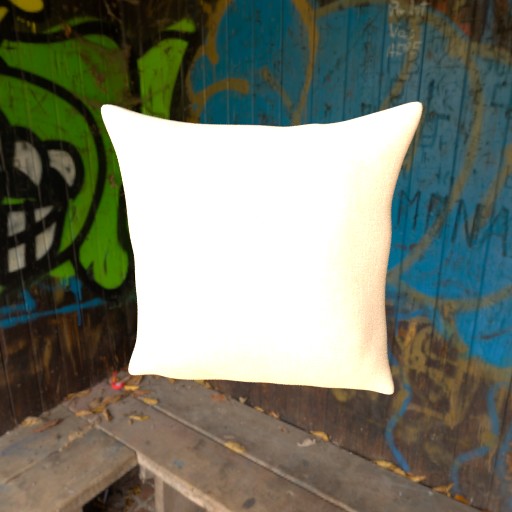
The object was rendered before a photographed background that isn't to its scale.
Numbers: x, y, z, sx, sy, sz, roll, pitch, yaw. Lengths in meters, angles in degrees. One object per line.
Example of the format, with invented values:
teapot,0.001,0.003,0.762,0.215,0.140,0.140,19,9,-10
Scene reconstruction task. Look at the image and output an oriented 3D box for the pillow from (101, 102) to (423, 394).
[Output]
pillow,0.000,0.000,0.662,0.436,0.432,0.138,2,17,7
